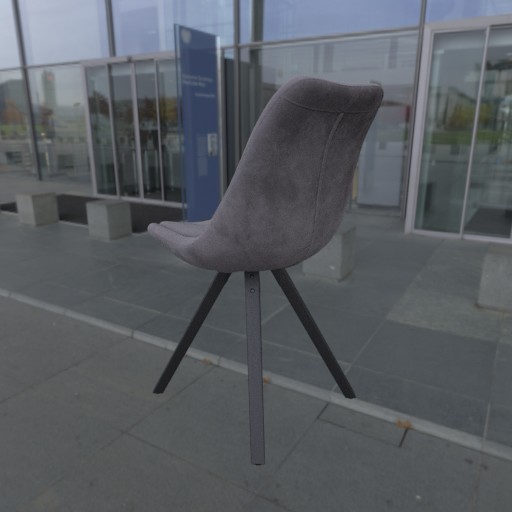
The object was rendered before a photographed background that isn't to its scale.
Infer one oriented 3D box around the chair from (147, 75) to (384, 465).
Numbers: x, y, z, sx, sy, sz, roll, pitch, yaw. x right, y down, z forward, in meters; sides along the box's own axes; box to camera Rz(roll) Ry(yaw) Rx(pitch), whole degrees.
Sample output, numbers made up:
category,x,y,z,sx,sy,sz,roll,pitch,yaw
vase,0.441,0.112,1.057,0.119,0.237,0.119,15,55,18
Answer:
category,x,y,z,sx,sy,sz,roll,pitch,yaw
chair,0.000,0.000,1.191,0.485,0.850,0.550,-15,22,-42
